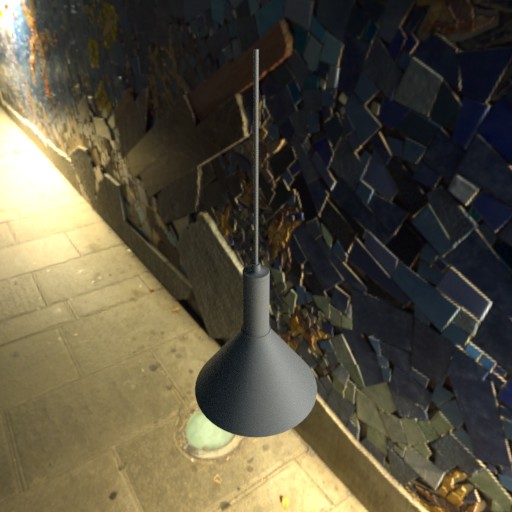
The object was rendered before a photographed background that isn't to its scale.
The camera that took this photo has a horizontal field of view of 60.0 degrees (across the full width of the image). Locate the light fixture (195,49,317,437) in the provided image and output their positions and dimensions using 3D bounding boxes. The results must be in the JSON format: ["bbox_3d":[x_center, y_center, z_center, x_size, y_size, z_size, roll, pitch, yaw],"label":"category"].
[{"bbox_3d":[0.000,0.000,0.803,0.267,0.683,0.267,-10,33,-16],"label":"light fixture"}]
